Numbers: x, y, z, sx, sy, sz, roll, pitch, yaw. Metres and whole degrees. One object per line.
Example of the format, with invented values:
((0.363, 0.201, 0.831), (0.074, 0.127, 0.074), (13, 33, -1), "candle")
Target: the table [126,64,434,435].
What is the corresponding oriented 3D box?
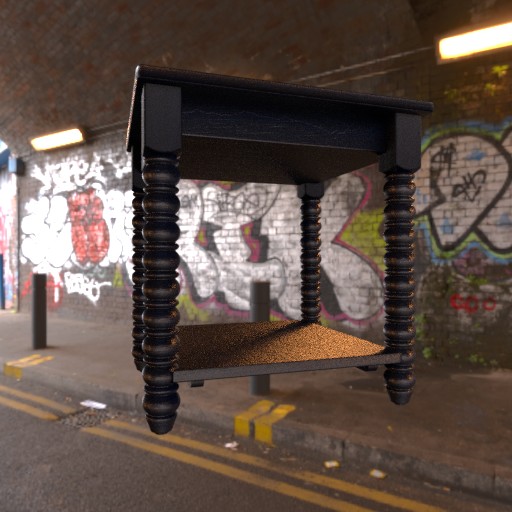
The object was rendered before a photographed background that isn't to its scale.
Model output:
((0.000, 0.000, 0.970), (0.533, 0.567, 0.500), (0, 0, -18), "table")
